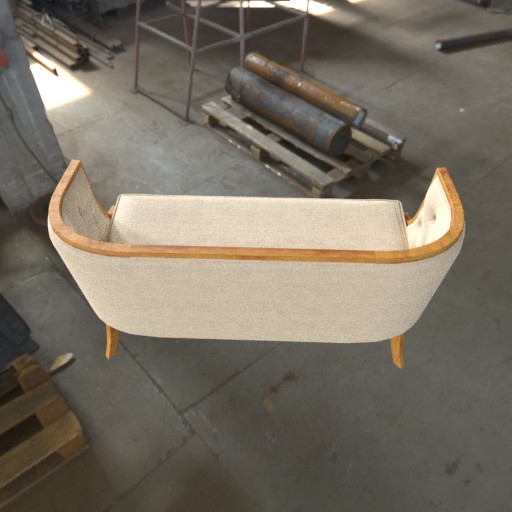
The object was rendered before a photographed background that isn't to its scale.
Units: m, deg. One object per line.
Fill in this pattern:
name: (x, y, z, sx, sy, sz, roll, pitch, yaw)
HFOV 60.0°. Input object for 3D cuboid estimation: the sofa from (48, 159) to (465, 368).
sofa: (0.000, 0.000, 1.903, 1.474, 0.775, 0.770, 1, 46, 1)
